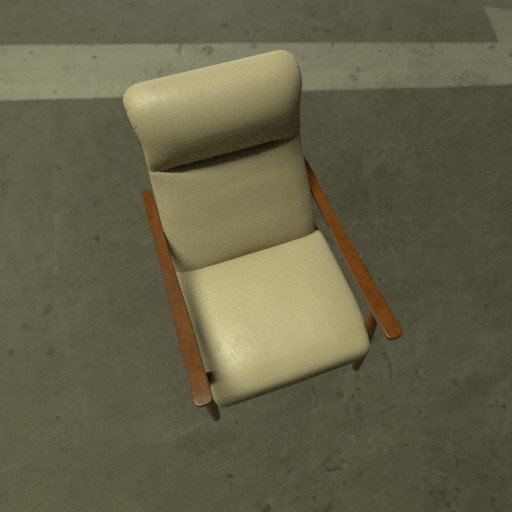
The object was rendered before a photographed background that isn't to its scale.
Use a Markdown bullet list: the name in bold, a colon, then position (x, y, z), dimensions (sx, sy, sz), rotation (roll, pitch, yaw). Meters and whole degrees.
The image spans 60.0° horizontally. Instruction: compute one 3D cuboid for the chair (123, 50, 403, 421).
- **chair**: position (0.000, 0.000, 1.797), dimensions (0.762, 1.082, 1.014), rotation (-17, 64, -9)
